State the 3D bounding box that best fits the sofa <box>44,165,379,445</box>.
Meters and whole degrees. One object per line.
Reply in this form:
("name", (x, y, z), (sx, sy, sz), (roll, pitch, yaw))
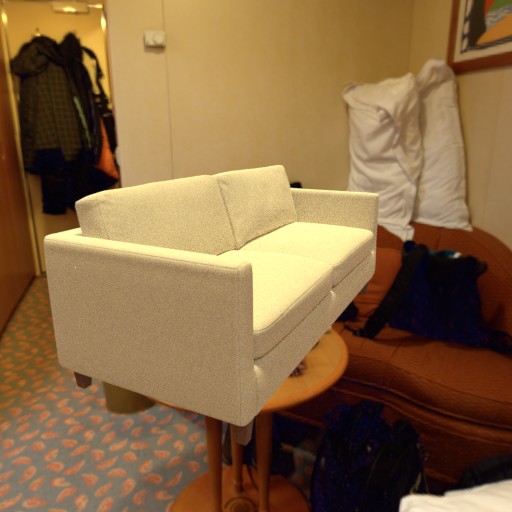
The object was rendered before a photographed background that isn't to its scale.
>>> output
("sofa", (0.000, 0.000, 2.476), (0.965, 0.889, 1.981), (8, 17, 26))
